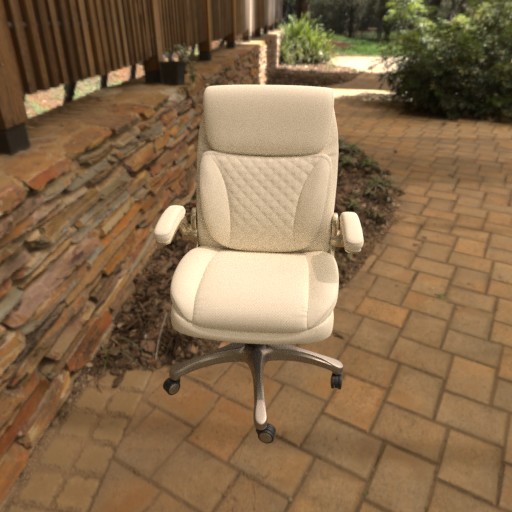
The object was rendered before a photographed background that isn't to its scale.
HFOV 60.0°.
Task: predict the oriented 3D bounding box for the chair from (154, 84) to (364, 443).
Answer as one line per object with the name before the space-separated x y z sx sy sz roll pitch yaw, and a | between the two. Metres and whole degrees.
chair | 0.000 0.000 1.665 0.740 1.110 0.794 1 30 2
